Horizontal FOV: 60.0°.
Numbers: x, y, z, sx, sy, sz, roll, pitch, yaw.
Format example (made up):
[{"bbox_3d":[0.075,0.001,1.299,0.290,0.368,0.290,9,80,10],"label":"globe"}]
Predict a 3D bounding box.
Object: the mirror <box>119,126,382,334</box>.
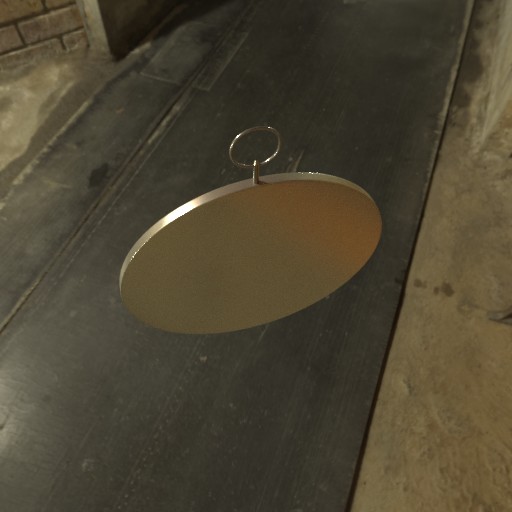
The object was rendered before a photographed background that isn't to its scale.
[{"bbox_3d":[0.000,0.000,0.955,0.594,0.713,0.020,-14,59,-9],"label":"mirror"}]
